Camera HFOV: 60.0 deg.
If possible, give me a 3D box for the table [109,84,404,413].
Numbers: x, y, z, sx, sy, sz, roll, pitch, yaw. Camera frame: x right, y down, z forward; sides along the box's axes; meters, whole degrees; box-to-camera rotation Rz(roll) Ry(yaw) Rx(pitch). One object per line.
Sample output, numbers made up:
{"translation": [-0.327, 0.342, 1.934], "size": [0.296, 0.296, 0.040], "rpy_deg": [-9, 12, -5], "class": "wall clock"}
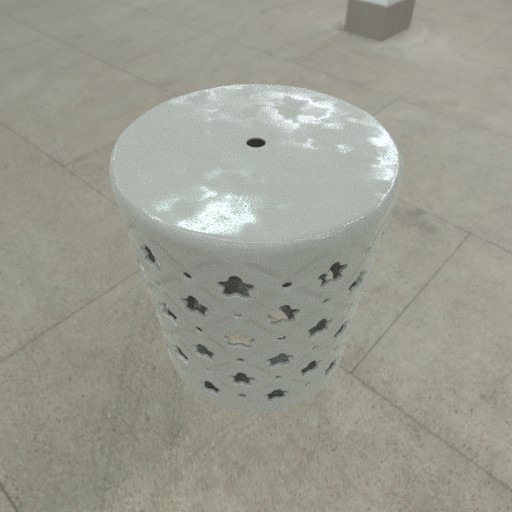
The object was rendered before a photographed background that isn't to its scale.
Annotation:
{"translation": [0.000, 0.000, 0.669], "size": [0.352, 0.387, 0.352], "rpy_deg": [0, 45, 0], "class": "table"}
